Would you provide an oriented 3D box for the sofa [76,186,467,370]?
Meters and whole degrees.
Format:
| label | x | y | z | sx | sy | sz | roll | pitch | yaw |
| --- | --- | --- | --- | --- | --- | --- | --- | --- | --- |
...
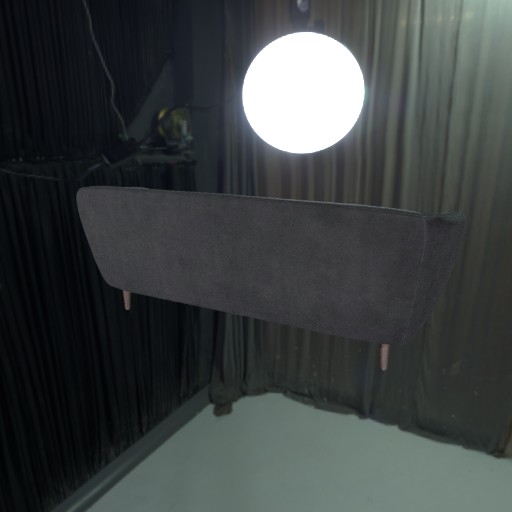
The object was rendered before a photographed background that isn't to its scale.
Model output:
| label | x | y | z | sx | sy | sz | roll | pitch | yaw |
| --- | --- | --- | --- | --- | --- | --- | --- | --- | --- |
| sofa | 0.000 | 0.000 | 2.755 | 2.296 | 0.875 | 0.956 | 8 | 18 | 26 |
